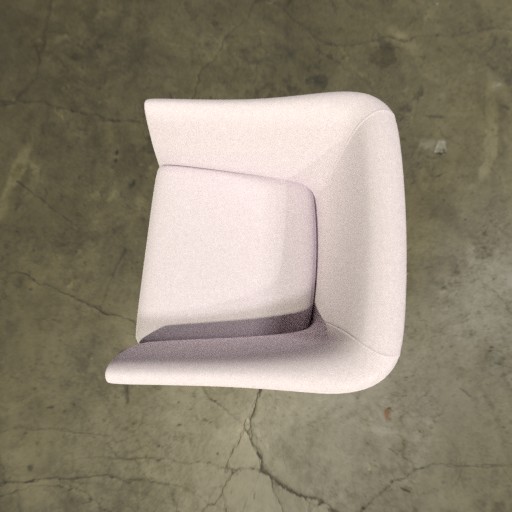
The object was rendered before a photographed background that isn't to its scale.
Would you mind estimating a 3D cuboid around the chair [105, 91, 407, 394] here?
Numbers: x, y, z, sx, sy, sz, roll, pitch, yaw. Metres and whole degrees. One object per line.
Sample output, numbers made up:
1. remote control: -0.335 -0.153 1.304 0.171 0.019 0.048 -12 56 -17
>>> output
1. chair: 0.000 0.000 1.365 0.700 0.720 0.790 3 75 1
